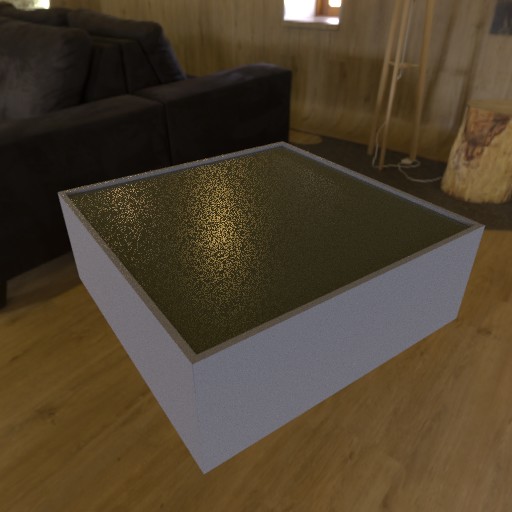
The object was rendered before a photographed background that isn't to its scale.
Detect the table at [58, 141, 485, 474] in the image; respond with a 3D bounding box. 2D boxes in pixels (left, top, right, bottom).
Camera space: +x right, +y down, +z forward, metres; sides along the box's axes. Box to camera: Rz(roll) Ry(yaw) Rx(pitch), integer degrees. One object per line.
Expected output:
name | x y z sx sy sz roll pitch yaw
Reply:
table | 0.000 0.000 1.242 0.801 0.299 0.801 -20 37 -29
